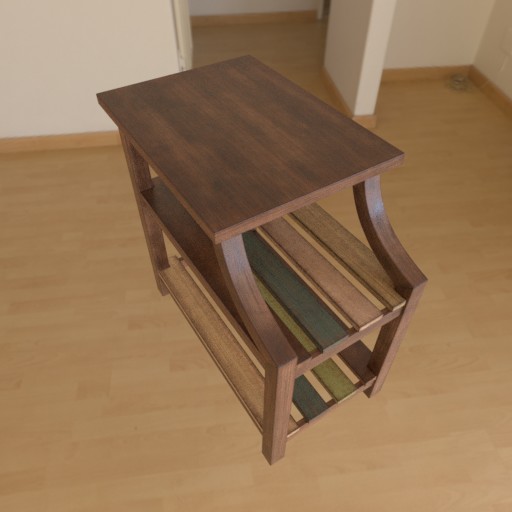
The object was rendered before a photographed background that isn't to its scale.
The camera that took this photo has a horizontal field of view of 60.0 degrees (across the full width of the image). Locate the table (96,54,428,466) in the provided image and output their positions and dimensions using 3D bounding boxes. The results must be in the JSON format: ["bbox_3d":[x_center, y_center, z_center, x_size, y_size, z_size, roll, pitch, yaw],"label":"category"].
[{"bbox_3d":[0.000,0.000,0.966,0.356,0.584,0.609,-25,51,-22],"label":"table"}]
